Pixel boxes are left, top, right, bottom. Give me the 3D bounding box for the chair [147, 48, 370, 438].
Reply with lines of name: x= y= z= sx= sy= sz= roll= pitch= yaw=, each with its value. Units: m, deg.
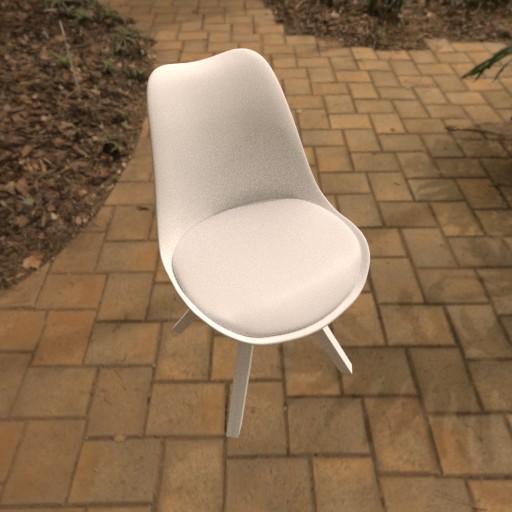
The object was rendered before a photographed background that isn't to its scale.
chair: x=0.000 y=0.000 z=1.166 sx=0.485 sy=0.850 sz=0.550 roll=-23 pitch=51 yaw=-20
